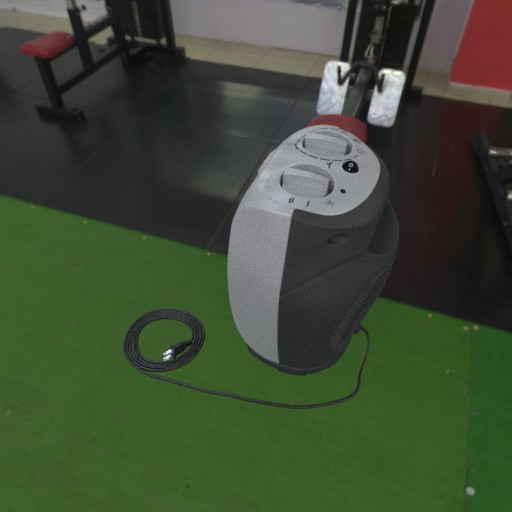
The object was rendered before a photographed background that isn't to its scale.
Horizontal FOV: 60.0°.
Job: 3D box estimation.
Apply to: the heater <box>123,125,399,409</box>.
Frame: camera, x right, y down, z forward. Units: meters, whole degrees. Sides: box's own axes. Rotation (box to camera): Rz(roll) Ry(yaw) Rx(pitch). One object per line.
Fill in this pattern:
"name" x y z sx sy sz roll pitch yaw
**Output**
"heater" 0.000 0.000 0.485 0.291 0.255 0.239 17 49 15
